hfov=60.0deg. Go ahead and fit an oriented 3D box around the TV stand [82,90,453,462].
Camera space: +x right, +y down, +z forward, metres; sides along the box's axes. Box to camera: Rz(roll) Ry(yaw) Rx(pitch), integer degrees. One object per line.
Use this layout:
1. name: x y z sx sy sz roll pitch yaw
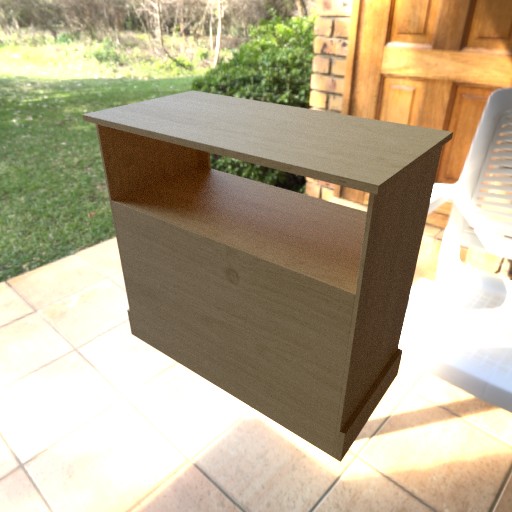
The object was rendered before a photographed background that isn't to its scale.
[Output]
1. TV stand: 0.000 0.000 1.323 0.851 0.787 0.430 21 37 31
